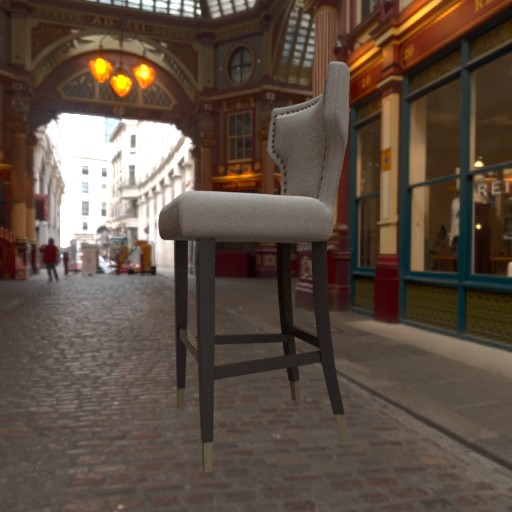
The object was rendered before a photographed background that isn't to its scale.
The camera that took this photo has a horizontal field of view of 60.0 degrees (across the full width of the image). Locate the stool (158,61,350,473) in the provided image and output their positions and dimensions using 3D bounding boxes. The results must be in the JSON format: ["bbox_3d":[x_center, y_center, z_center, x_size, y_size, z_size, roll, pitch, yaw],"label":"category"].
[{"bbox_3d":[0.000,0.000,1.409,0.563,1.092,0.526,0,1,-18],"label":"stool"}]
